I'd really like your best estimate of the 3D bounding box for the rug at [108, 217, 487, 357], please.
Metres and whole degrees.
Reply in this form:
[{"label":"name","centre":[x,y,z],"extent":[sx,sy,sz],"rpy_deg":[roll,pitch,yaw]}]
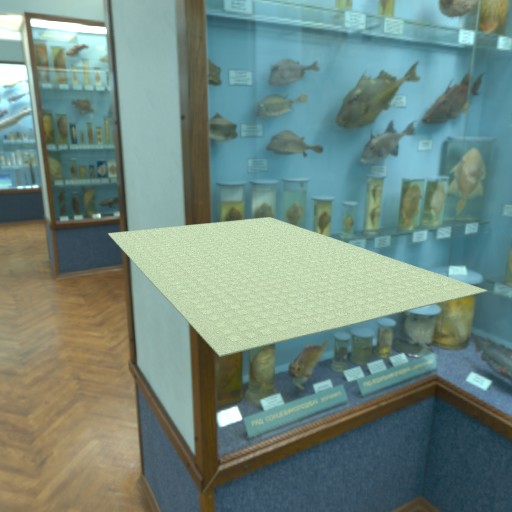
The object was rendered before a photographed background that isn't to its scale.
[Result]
[{"label":"rug","centre":[0.000,0.000,2.231],"extent":[1.143,0.006,1.747],"rpy_deg":[-8,18,-27]}]
